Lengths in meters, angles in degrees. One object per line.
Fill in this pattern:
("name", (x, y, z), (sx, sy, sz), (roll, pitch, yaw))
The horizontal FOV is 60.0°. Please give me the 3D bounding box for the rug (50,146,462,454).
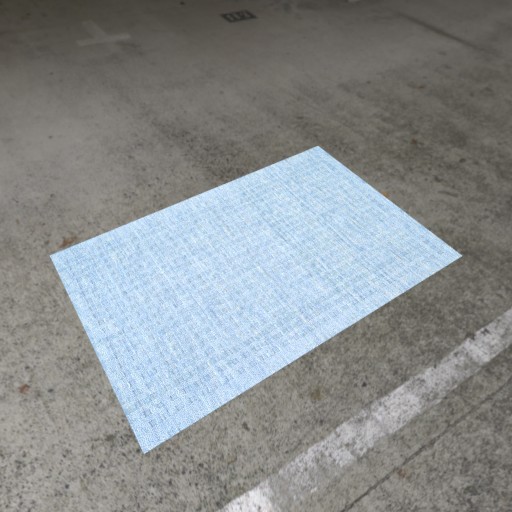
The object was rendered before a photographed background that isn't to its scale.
("rug", (0.000, 0.000, 2.951), (2.286, 0.006, 1.522), (-26, 53, -22))
